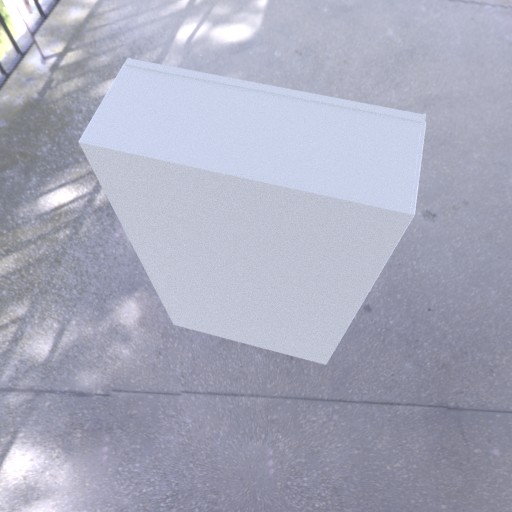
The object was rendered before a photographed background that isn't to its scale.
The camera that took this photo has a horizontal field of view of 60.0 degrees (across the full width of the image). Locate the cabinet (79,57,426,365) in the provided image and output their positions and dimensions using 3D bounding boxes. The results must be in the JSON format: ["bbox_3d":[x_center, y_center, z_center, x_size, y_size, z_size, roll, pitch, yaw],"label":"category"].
[{"bbox_3d":[0.000,0.000,2.647,1.250,2.160,0.480,13,64,7],"label":"cabinet"}]
